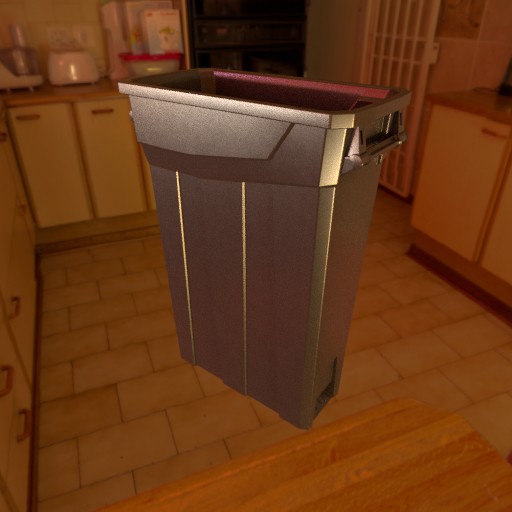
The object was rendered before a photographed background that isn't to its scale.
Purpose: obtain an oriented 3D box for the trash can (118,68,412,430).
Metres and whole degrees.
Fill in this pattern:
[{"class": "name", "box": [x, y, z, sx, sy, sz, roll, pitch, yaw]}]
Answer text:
[{"class": "trash can", "box": [0.000, 0.000, 1.046, 0.559, 0.762, 0.281, 21, 36, 32]}]
